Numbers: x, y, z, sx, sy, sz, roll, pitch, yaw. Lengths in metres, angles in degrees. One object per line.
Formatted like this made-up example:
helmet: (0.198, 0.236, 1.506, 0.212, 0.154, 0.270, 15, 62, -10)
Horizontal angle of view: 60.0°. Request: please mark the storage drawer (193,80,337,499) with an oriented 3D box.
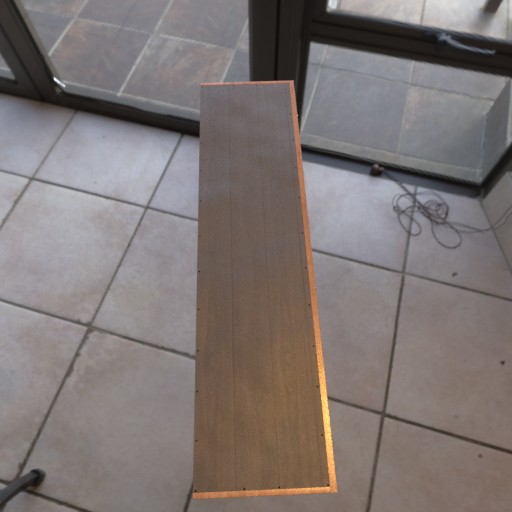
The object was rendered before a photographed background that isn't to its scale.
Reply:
storage drawer: (0.000, 0.000, 2.143, 0.538, 0.264, 2.032, -2, 64, -1)
